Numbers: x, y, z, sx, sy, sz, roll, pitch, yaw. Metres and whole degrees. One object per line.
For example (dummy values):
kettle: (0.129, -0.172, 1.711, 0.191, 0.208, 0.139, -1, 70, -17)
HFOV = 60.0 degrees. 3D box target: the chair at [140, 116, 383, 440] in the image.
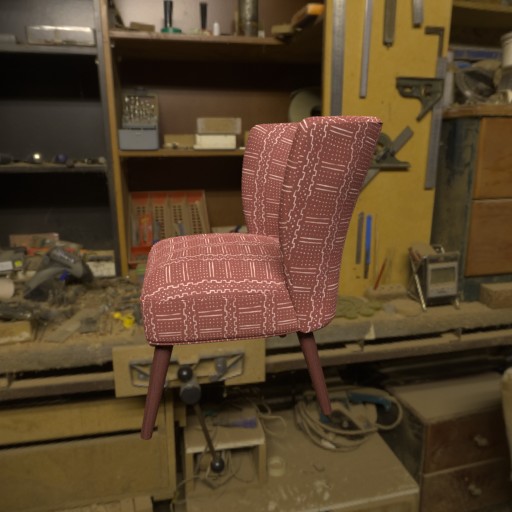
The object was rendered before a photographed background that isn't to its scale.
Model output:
chair: (0.000, 0.000, 1.452, 0.758, 0.866, 0.706, -3, 15, -10)
